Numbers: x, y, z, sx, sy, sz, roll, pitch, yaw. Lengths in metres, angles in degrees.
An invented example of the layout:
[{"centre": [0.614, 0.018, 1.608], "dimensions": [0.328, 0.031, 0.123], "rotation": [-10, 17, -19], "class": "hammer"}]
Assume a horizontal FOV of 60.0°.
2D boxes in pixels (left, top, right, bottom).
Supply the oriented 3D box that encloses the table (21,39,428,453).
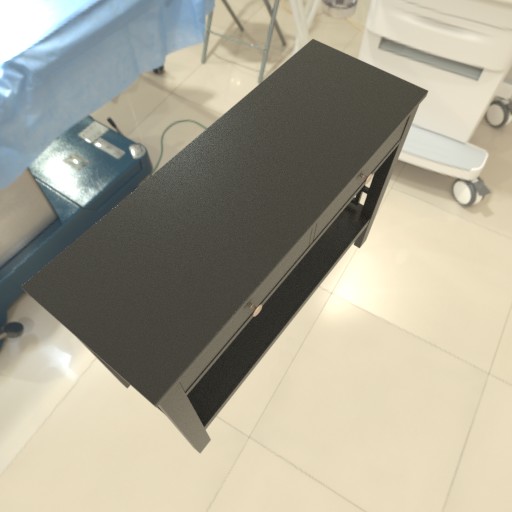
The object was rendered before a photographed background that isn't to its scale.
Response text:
[{"centre": [0.000, 0.000, 1.388], "dimensions": [0.397, 0.753, 1.068], "rotation": [34, 65, 18], "class": "table"}]
